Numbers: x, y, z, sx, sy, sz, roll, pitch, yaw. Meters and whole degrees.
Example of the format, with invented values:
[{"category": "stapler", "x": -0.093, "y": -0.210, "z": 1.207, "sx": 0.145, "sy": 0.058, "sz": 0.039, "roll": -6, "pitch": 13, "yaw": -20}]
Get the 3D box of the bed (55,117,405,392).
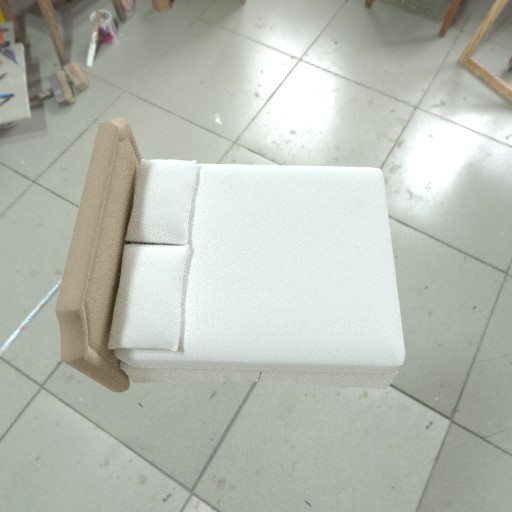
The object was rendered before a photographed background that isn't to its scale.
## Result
[{"category": "bed", "x": 0.000, "y": 0.000, "z": 3.284, "sx": 2.204, "sy": 1.301, "sz": 1.828, "roll": 1, "pitch": 64, "yaw": 1}]
